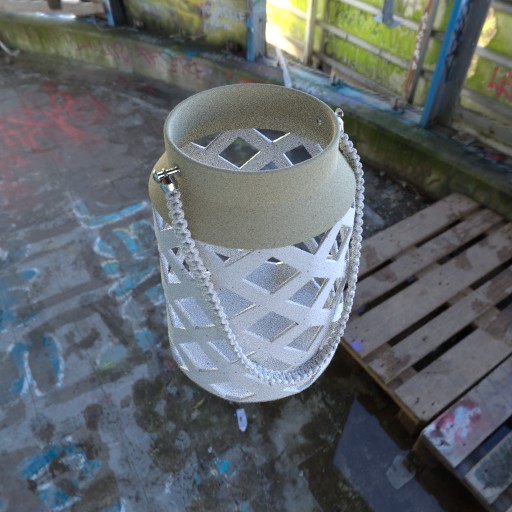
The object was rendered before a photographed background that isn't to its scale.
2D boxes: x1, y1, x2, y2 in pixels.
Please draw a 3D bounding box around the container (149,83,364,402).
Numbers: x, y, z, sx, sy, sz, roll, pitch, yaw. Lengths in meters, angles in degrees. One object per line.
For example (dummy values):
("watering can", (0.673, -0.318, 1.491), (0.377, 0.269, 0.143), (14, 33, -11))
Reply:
("container", (0.000, 0.000, 0.407), (0.188, 0.264, 0.198), (-24, 51, -22))
